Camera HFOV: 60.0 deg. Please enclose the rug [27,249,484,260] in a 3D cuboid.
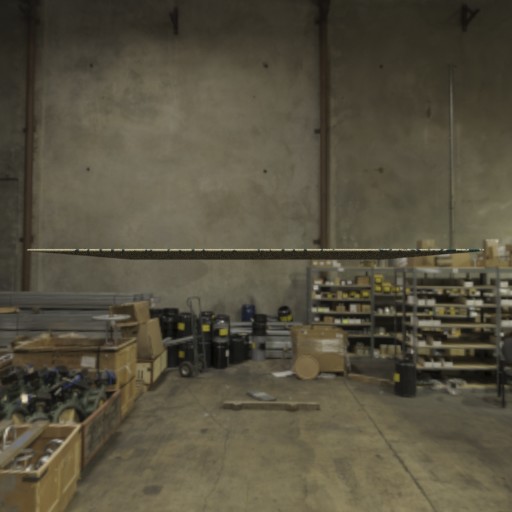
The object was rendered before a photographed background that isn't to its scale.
[{"bbox_3d":[0.000,0.000,4.125,3.017,0.014,2.416,0,-2,0],"label":"rug"}]
